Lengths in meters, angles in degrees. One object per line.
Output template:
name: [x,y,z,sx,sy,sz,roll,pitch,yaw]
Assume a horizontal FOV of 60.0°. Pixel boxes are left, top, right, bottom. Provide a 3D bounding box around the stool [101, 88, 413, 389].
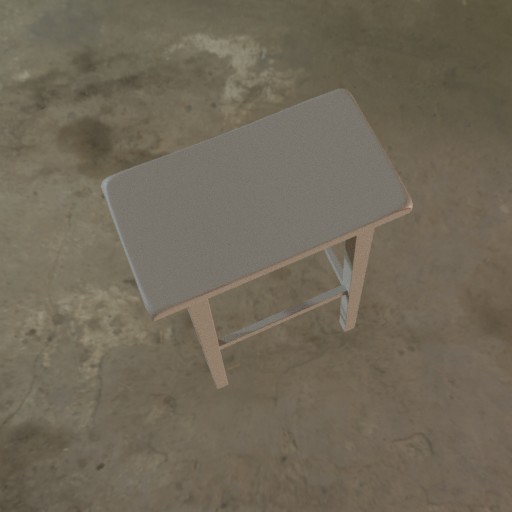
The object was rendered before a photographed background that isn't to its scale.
stool: [0.000,0.000,1.054,0.457,0.737,0.476,-23,75,-6]
